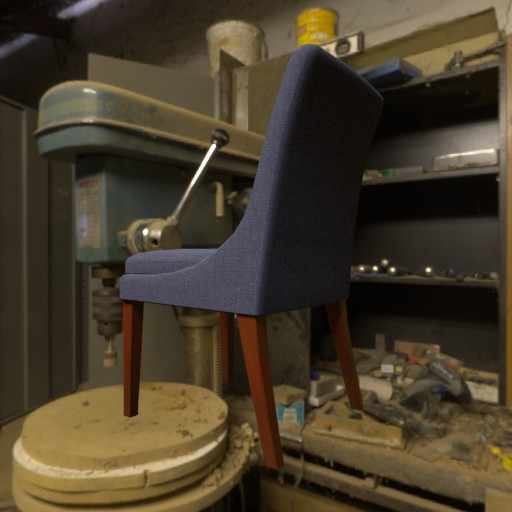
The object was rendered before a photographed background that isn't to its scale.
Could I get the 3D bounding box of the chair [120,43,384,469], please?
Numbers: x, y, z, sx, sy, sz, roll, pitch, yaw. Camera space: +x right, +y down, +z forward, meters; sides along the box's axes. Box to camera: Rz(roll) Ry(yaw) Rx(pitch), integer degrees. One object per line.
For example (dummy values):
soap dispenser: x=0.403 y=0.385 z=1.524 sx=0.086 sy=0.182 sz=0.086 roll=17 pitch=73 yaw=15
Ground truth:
chair: x=0.000 y=0.000 z=1.326 sx=0.655 sy=0.952 sz=0.508 roll=0 pitch=0 yaw=36
